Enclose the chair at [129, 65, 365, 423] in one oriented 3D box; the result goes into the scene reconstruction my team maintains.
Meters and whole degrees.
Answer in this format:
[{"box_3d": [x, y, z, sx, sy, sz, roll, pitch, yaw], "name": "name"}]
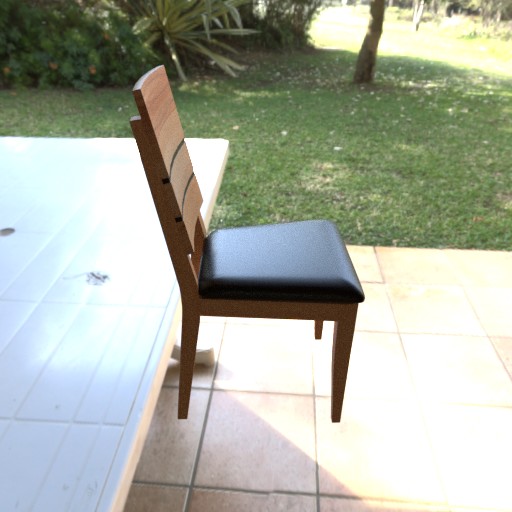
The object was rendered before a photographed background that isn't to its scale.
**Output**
[{"box_3d": [0.000, 0.000, 1.227, 0.520, 0.940, 0.410, -1, 31, -1], "name": "chair"}]
